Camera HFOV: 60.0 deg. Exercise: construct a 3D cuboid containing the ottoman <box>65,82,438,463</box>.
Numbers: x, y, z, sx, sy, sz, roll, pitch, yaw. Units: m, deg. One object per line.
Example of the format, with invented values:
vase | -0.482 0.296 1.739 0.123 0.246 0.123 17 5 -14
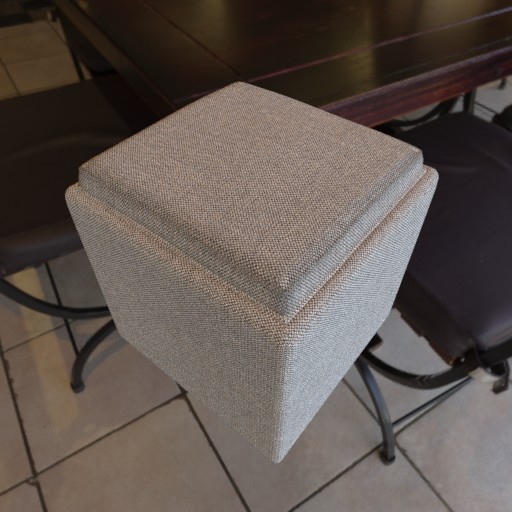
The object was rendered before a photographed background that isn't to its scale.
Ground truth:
ottoman | 0.000 0.000 0.851 0.454 0.487 0.436 31 54 26
